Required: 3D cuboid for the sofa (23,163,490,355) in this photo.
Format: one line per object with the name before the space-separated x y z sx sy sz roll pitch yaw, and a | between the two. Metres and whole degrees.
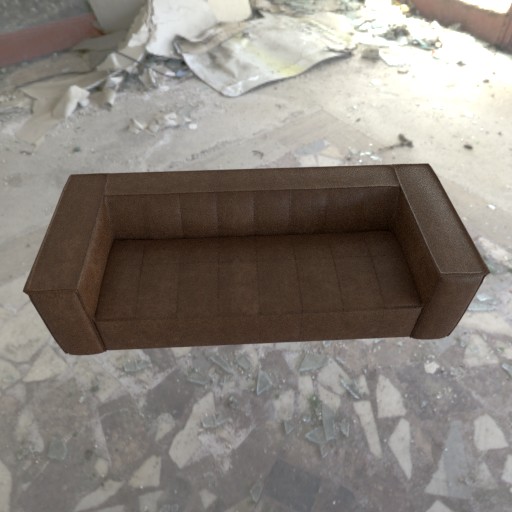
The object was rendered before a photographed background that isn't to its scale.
sofa | 0.000 0.000 2.992 2.581 0.701 1.102 -2 47 -2
